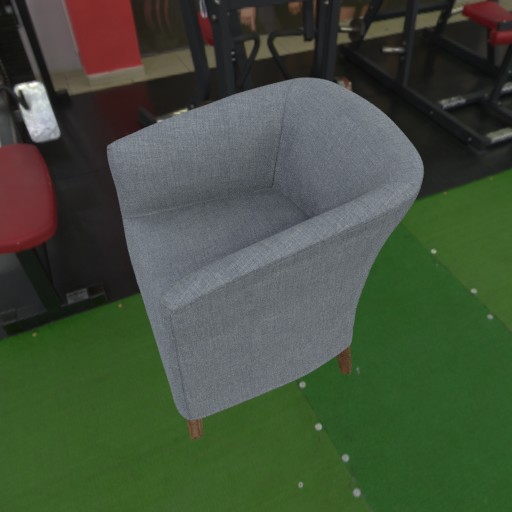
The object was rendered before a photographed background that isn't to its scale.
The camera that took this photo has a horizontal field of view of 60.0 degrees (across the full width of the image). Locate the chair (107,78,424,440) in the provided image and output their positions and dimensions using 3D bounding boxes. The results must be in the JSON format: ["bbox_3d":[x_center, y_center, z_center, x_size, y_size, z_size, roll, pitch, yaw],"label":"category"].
[{"bbox_3d":[0.000,0.000,1.270,0.668,0.771,0.600,-17,49,-15],"label":"chair"}]
